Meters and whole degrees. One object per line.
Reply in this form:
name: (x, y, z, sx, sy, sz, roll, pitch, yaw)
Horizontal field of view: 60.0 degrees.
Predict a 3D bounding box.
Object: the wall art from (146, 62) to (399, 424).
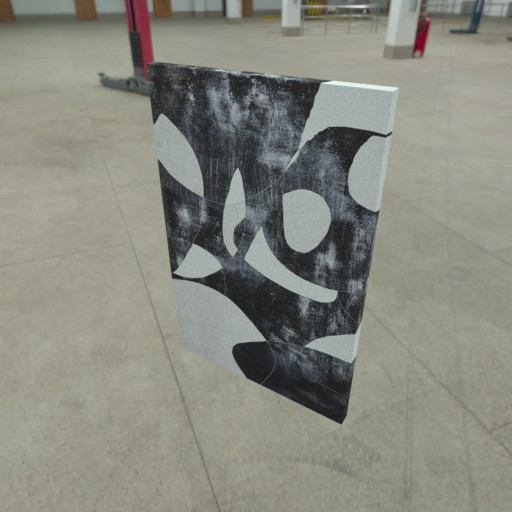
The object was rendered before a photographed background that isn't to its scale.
wall art: (0.000, 0.000, 1.189, 0.610, 0.915, 0.041, 18, 36, 27)
